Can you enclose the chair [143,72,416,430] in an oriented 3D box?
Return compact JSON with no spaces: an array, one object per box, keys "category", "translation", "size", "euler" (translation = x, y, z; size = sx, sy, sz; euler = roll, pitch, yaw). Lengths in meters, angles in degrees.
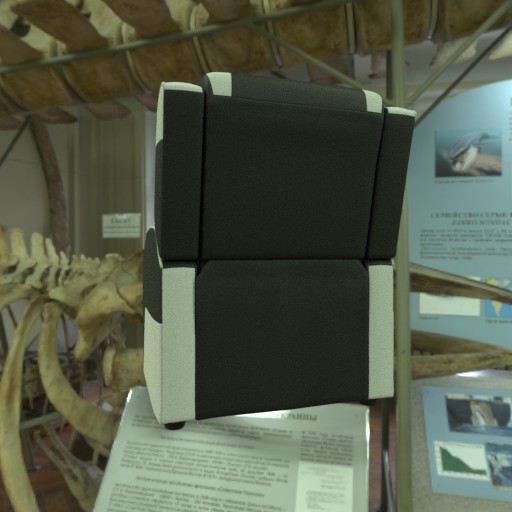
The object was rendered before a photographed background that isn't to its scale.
[{"category":"chair","translation":[0.000,0.000,1.301],"size":[0.620,0.805,0.672],"euler":[0,1,-18]}]
